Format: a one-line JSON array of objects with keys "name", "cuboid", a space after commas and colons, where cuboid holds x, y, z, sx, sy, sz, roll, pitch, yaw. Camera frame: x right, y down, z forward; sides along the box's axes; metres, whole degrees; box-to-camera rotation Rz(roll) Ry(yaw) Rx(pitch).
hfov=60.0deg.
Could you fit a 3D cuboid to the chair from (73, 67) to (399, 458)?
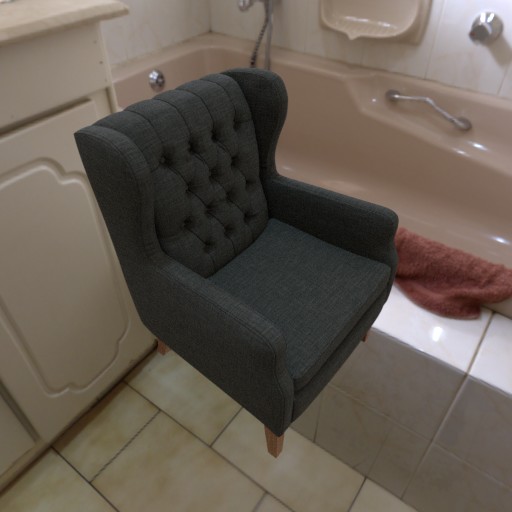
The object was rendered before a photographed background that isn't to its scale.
[{"name": "chair", "cuboid": [0.000, 0.000, 1.469, 0.775, 0.953, 0.711, 28, 48, 28]}]
